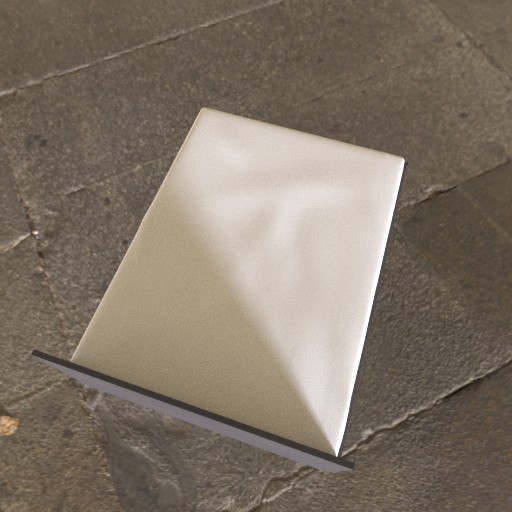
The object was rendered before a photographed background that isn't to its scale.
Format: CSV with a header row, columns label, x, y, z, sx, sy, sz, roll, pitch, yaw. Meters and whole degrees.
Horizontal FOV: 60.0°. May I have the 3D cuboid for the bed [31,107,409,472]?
label,x,y,z,sx,sy,sz,roll,pitch,yaw
bed,0.000,0.000,2.818,1.585,0.823,2.073,17,65,8
